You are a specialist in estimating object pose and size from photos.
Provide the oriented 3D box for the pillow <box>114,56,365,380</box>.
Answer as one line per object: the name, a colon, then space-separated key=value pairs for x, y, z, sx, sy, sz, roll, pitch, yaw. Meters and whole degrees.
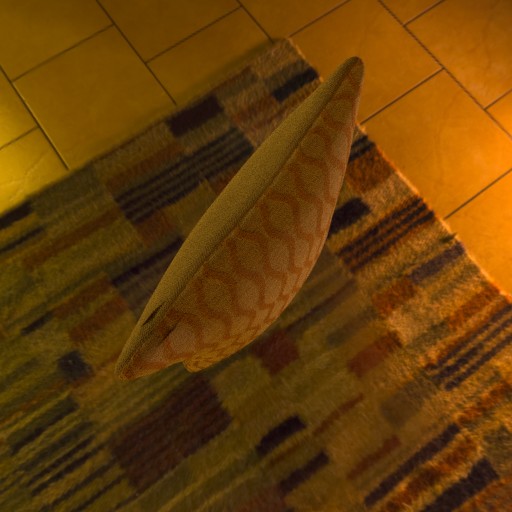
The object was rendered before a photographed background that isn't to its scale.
pillow: x=0.000 y=0.000 z=0.661 sx=0.159 sy=0.436 sz=0.429 roll=33 pitch=78 yaw=8
